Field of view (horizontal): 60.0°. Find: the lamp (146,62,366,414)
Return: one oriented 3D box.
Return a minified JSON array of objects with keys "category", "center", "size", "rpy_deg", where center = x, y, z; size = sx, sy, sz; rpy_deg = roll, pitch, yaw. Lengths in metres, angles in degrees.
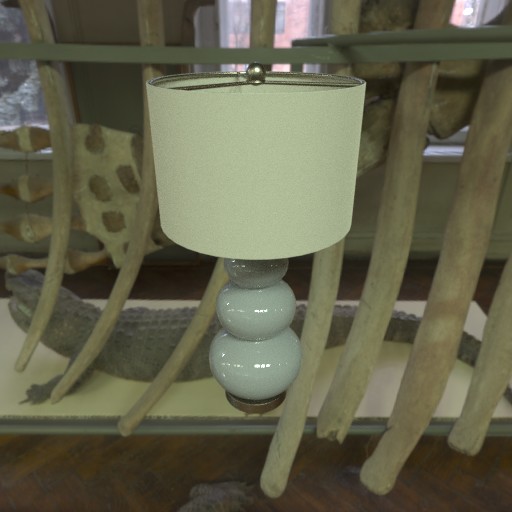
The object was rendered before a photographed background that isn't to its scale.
[{"category":"lamp","center":[0.000,0.000,0.910],"size":[0.367,0.730,0.367],"rpy_deg":[0,27,0]}]
